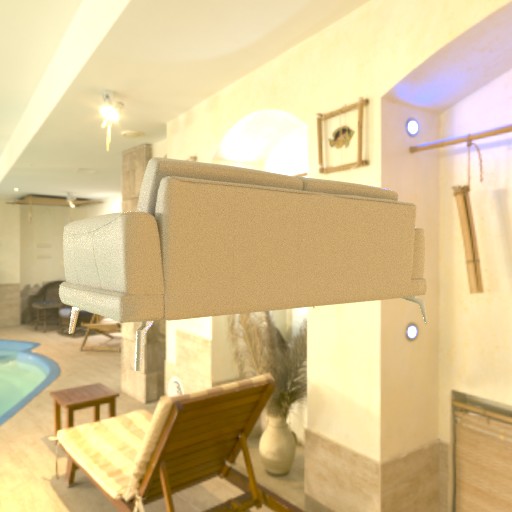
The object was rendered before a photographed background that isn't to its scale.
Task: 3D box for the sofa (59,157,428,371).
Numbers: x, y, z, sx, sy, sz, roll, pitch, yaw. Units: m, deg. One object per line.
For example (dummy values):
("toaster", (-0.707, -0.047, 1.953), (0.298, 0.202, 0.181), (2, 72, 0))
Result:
("sofa", (0.000, 0.000, 2.820), (2.177, 0.930, 1.121), (0, 0, -36))
